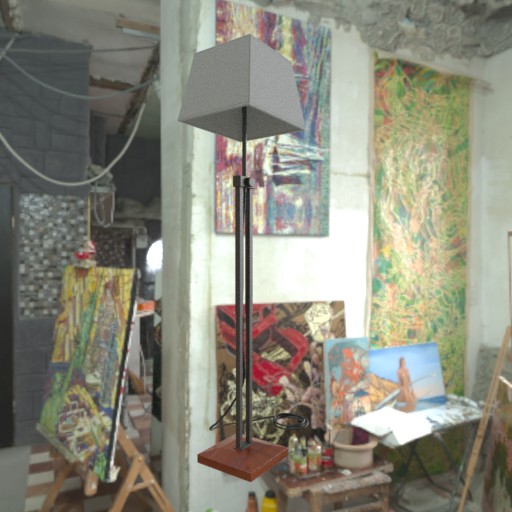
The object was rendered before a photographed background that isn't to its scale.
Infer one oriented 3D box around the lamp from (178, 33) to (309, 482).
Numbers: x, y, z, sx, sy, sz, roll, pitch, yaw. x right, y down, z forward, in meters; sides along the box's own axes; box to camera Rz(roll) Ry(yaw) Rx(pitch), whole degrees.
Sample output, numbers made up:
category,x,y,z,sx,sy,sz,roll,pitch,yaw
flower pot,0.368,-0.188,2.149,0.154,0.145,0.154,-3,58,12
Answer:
category,x,y,z,sx,sy,sz,roll,pitch,yaw
lamp,0.000,0.000,2.031,0.472,1.712,0.745,0,0,36
